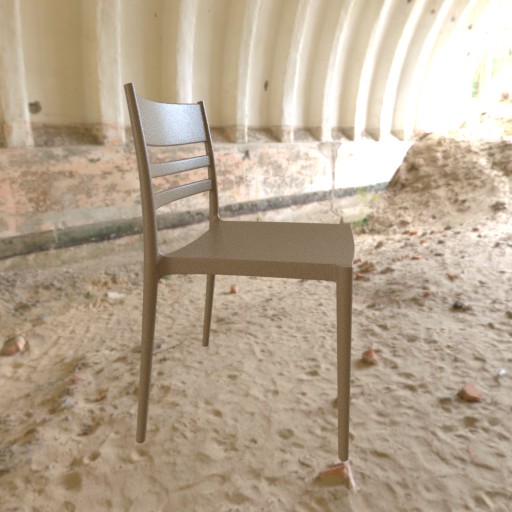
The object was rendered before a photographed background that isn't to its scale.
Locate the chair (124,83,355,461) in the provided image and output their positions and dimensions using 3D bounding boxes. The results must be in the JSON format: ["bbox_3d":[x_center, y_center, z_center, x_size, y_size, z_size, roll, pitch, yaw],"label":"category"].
[{"bbox_3d":[0.000,0.000,1.148,0.511,0.800,0.531,3,15,11],"label":"chair"}]
